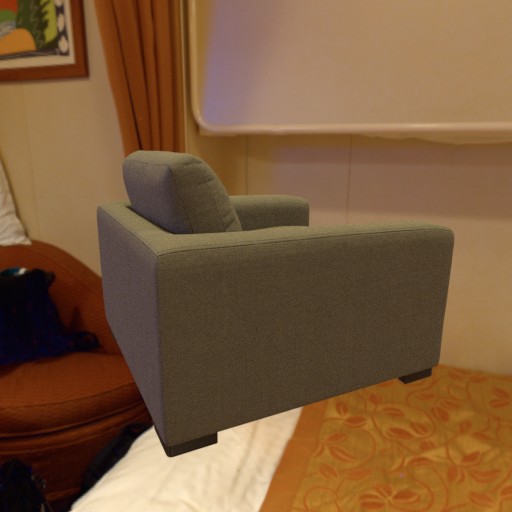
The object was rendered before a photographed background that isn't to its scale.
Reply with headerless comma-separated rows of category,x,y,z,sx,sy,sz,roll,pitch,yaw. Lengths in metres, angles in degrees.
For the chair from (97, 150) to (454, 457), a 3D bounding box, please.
chair,0.000,0.000,1.831,1.100,0.847,1.070,-7,15,-26
